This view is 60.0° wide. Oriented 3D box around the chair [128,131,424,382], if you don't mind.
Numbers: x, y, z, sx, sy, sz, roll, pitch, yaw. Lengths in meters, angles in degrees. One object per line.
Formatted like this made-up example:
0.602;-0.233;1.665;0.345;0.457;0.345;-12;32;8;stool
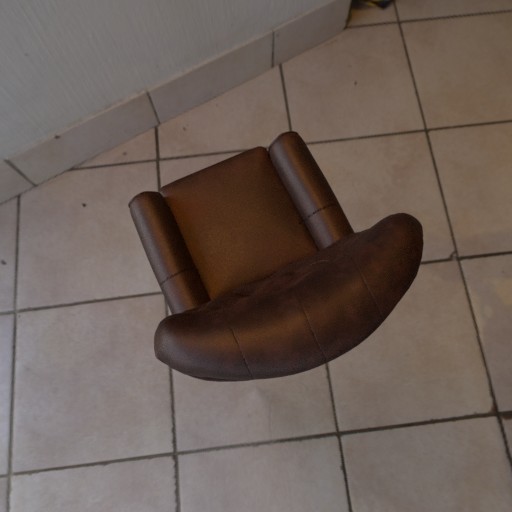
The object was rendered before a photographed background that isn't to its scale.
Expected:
0.000;0.000;1.951;0.948;1.158;1.058;-24;75;-7;chair
